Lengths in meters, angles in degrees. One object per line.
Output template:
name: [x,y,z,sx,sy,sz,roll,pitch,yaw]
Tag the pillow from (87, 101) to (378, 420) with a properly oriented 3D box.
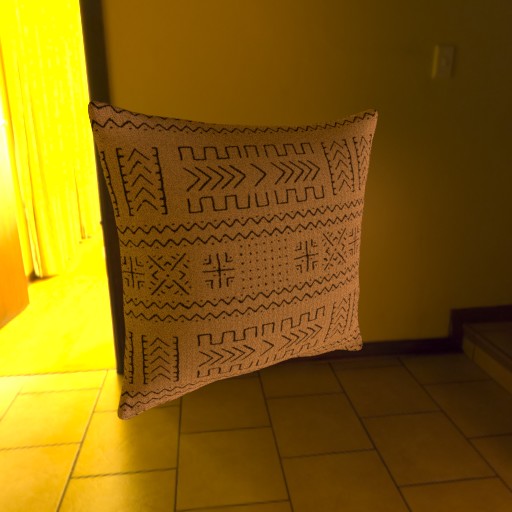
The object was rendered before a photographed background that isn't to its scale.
pillow: [0.000,0.000,0.662,0.438,0.430,0.164,-9,19,-26]
